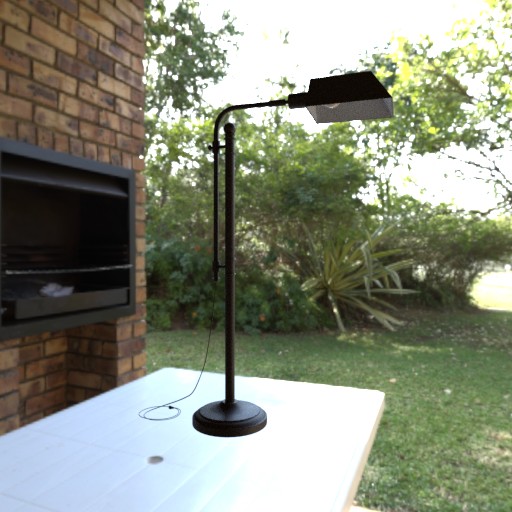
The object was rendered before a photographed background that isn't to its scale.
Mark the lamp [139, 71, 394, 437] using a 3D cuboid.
[{"bbox_3d":[0.000,0.000,0.923,0.545,0.708,0.159,0,0,18],"label":"lamp"}]
